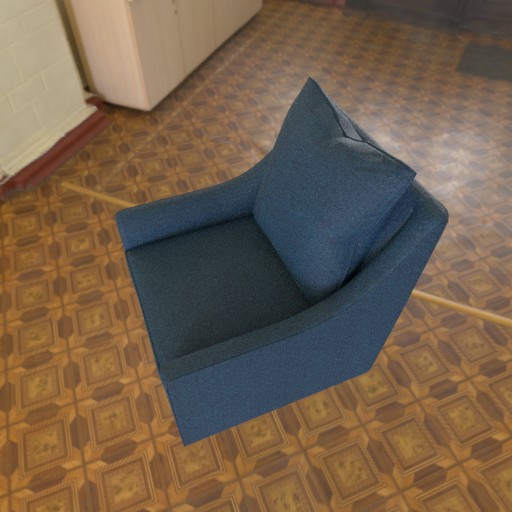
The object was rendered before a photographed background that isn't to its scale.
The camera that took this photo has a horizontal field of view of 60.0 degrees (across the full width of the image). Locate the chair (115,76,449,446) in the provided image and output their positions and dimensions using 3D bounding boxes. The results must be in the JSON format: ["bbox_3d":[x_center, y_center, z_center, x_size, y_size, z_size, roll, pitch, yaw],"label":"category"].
[{"bbox_3d":[0.000,0.000,1.574,0.870,0.939,0.750,-17,50,-15],"label":"chair"}]
